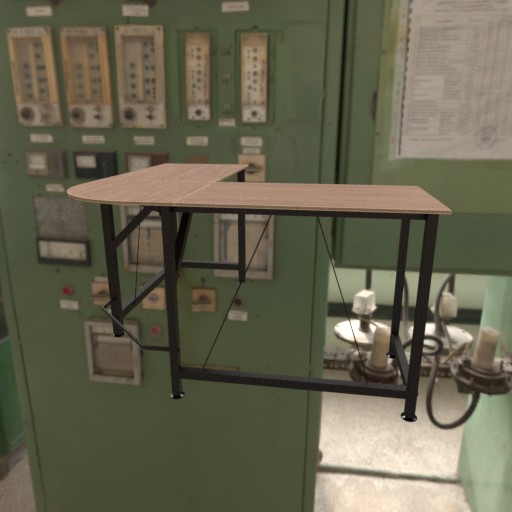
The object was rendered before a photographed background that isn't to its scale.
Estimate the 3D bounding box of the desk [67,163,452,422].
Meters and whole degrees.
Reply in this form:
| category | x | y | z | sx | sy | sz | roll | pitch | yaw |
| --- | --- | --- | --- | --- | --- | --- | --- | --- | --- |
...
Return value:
| category | x | y | z | sx | sy | sz | roll | pitch | yaw |
| --- | --- | --- | --- | --- | --- | --- | --- | --- | --- |
| desk | 0.000 | 0.000 | 2.190 | 1.400 | 0.762 | 1.400 | 3 | 17 | 9 |
